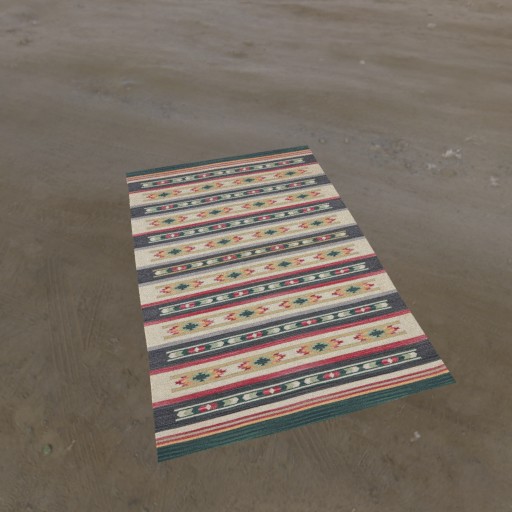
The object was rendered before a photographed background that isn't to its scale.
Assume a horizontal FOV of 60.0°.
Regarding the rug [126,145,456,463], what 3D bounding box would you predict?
[{"bbox_3d":[0.000,0.000,2.312,1.221,0.009,1.825,-11,48,-10],"label":"rug"}]
